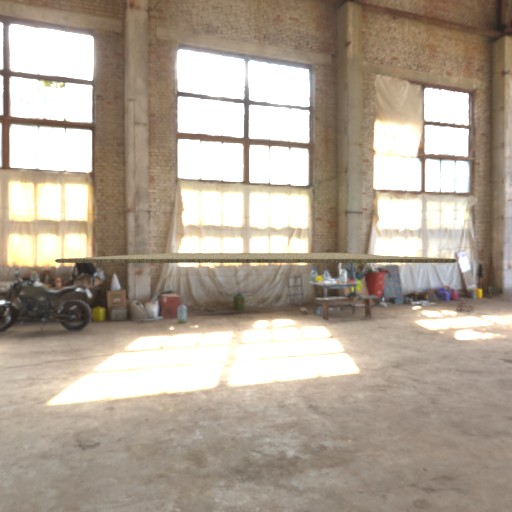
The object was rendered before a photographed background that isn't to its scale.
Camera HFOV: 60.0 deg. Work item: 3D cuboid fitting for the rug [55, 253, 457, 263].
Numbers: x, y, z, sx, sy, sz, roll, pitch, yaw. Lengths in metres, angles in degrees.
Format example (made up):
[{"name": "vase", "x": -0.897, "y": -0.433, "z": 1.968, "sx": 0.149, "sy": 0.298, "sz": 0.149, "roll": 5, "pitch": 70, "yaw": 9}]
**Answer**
[{"name": "rug", "x": 0.000, "y": 0.000, "z": 2.270, "sx": 1.243, "sy": 0.014, "sz": 1.846, "roll": 0, "pitch": 1, "yaw": 0}]
